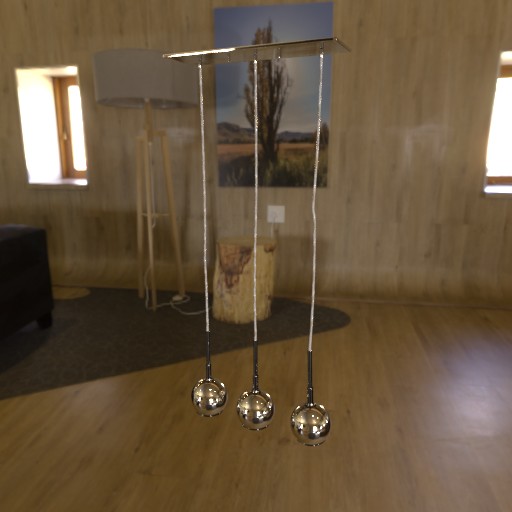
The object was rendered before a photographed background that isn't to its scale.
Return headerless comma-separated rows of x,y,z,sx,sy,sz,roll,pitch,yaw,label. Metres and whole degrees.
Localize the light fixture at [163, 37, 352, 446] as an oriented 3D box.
0.000,0.000,1.654,0.623,1.408,0.188,6,15,24,light fixture
